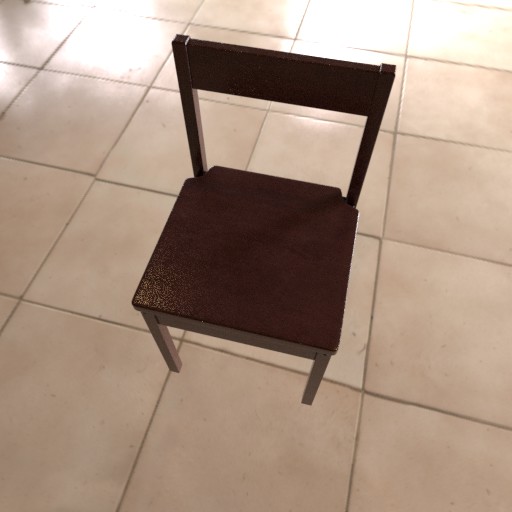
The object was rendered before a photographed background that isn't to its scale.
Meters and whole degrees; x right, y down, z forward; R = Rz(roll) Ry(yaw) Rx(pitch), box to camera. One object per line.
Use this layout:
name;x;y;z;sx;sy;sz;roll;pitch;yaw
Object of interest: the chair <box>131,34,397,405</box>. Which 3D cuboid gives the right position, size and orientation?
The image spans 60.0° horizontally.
chair;0.000;0.000;0.884;0.367;0.668;0.361;12;58;7
